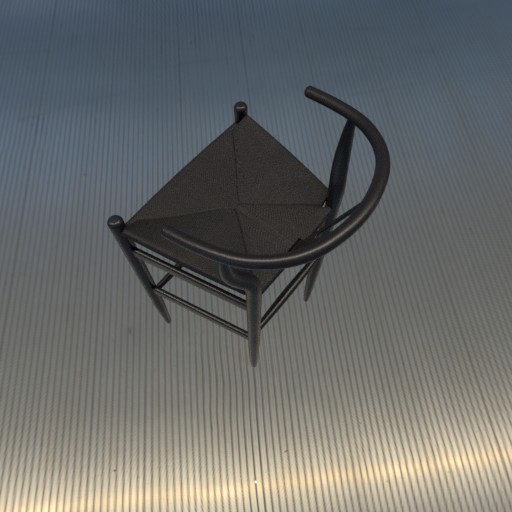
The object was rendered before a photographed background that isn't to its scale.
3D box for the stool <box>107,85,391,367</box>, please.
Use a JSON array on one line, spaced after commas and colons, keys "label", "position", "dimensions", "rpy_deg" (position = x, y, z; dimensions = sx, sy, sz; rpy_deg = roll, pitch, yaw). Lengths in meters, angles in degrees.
[{"label": "stool", "position": [0.000, 0.000, 1.439], "dimensions": [0.579, 1.072, 0.569], "rpy_deg": [35, 68, 16]}]
